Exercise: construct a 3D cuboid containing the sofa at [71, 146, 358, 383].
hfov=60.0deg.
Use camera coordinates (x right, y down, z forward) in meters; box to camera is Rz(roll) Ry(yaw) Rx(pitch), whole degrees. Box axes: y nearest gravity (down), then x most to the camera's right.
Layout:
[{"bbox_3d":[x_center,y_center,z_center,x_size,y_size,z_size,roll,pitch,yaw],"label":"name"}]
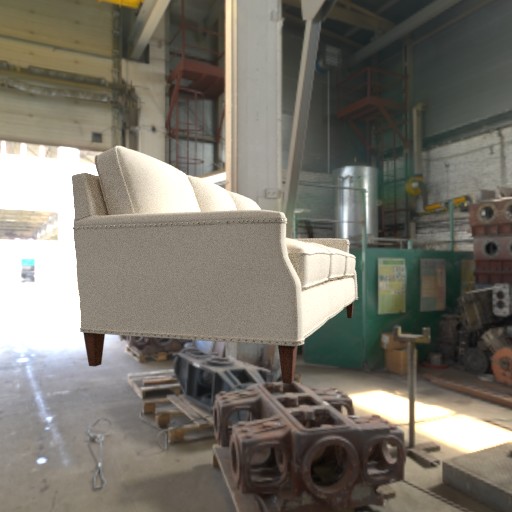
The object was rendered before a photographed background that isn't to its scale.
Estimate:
[{"bbox_3d":[0.000,0.000,2.850,1.084,1.003,2.246,0,-1,18],"label":"sofa"}]
